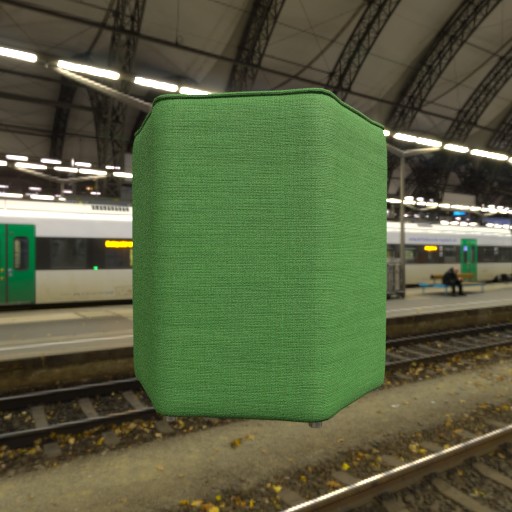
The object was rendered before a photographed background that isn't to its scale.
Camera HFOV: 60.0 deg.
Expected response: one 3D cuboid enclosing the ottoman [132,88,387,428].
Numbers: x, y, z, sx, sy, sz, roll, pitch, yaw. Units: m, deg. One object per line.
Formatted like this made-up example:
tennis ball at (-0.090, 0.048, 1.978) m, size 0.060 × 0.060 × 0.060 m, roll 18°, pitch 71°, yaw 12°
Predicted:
ottoman at (0.000, 0.000, 0.867) m, size 0.444 × 0.507 × 0.499 m, roll 0°, pitch 0°, yaw 37°
